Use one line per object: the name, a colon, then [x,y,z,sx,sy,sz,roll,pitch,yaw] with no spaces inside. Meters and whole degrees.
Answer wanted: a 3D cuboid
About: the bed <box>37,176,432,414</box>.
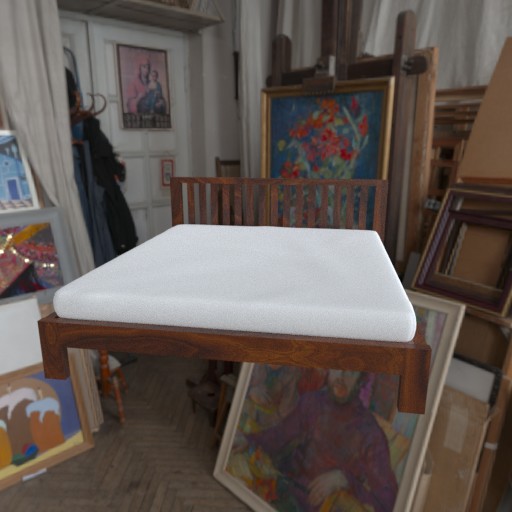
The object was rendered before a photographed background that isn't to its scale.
bed: [0.000,0.000,3.031,1.905,0.890,2.030,2,15,9]
